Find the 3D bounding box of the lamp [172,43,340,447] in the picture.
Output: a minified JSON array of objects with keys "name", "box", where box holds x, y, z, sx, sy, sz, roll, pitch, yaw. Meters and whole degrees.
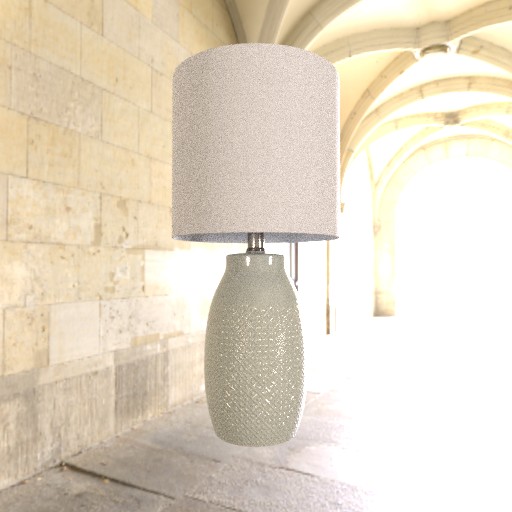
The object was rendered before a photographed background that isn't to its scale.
[{"name":"lamp","box":[0.000,0.000,0.579,0.217,0.453,0.217,0,-2,-17]}]
